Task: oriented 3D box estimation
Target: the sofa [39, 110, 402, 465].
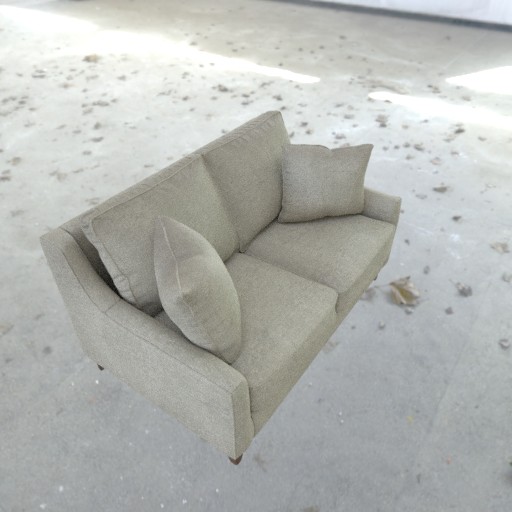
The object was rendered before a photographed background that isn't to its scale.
[{"bbox_3d":[0.000,0.000,2.025,0.915,0.863,1.422,24,45,27],"label":"sofa"}]
